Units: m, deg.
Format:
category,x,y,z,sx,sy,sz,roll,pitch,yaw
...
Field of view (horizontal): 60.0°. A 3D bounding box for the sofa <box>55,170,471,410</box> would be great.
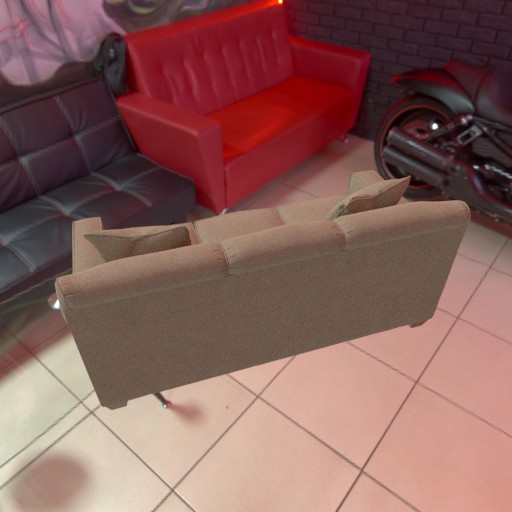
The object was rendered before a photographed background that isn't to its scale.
category,x,y,z,sx,sy,sz,roll,pitch,yaw
sofa,0.000,0.000,2.629,2.024,0.958,0.997,-12,41,-14
